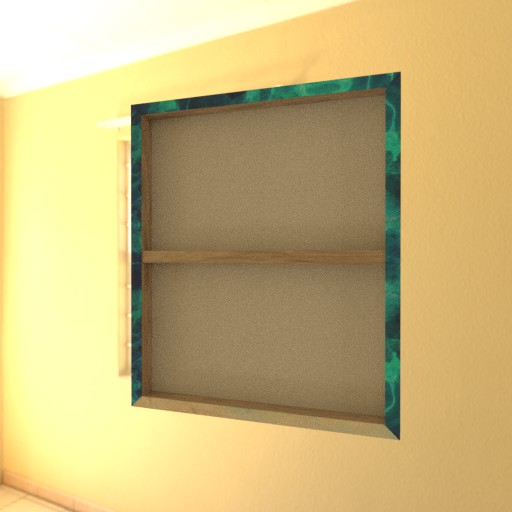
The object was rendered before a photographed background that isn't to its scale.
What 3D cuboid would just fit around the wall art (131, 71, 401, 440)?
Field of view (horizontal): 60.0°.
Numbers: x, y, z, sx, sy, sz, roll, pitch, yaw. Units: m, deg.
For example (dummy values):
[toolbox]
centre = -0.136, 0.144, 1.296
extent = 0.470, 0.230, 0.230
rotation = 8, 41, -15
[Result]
[wall art]
centre = 0.000, 0.000, 0.696
extent = 0.432, 0.508, 0.038
rotation = 0, 0, 18
